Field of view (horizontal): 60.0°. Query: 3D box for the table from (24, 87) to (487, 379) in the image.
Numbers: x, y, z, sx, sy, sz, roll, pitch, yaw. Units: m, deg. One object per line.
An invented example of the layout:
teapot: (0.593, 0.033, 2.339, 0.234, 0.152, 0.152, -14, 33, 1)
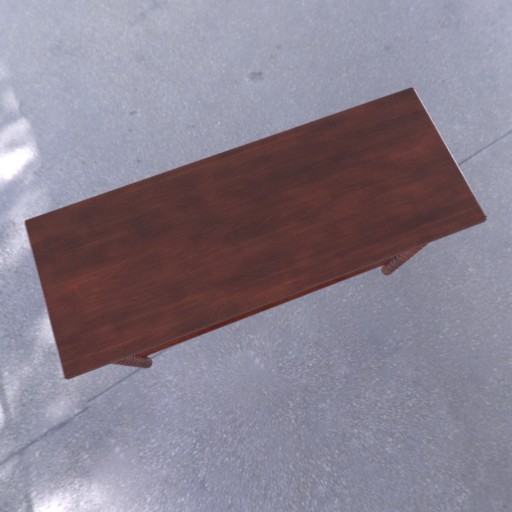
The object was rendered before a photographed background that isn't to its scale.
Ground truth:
table: (0.000, 0.000, 1.557, 1.184, 0.740, 0.459, -20, 75, -6)
